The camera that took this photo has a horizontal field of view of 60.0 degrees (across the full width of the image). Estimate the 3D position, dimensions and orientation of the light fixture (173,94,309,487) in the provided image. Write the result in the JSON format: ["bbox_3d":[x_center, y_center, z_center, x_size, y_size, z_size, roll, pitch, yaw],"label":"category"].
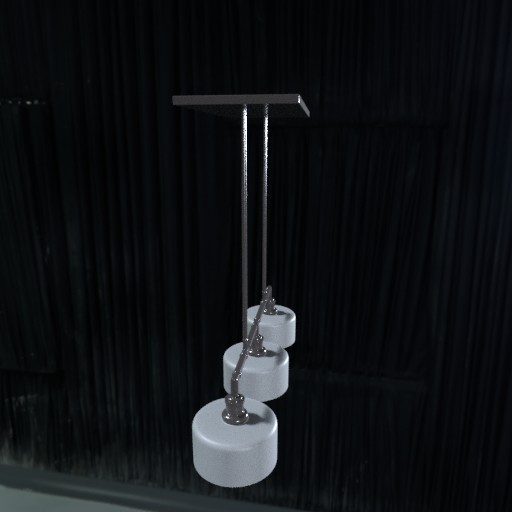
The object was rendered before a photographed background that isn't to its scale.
[{"bbox_3d":[0.000,0.000,0.864,0.177,0.557,0.582,2,15,8],"label":"light fixture"}]
